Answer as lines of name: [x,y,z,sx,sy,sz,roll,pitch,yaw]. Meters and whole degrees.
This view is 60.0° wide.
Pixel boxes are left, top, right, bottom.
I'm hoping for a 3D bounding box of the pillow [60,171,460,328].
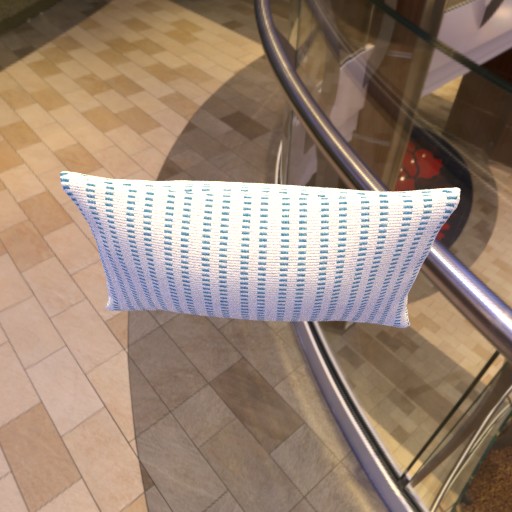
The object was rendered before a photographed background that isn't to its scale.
pillow: [0.000,0.000,0.821,0.640,0.353,0.210,3,47,3]
